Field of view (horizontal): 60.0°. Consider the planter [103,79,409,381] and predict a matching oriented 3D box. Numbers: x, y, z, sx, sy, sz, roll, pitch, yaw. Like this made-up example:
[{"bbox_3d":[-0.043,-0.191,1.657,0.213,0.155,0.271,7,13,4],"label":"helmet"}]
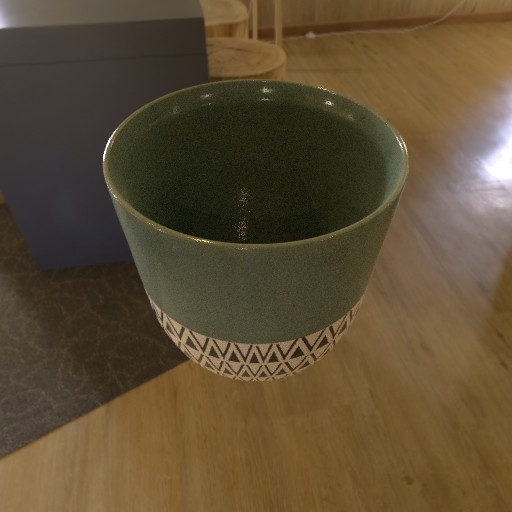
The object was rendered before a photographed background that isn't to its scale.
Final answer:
[{"bbox_3d":[0.000,0.000,0.371,0.198,0.214,0.198,0,46,0],"label":"planter"}]
